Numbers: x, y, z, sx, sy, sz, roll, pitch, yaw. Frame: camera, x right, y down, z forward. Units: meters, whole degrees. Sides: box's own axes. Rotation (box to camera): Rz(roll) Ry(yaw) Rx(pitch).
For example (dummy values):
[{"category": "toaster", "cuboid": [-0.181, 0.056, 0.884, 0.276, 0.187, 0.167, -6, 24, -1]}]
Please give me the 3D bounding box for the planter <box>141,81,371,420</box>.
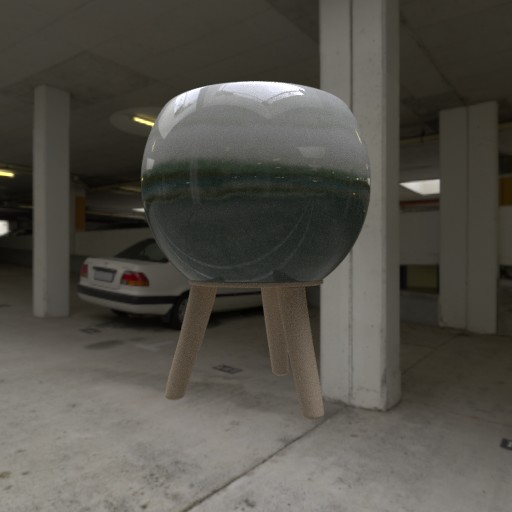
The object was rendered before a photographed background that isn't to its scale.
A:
[{"category": "planter", "cuboid": [0.000, 0.000, 0.441, 0.222, 0.278, 0.222, 0, 0, 0]}]
